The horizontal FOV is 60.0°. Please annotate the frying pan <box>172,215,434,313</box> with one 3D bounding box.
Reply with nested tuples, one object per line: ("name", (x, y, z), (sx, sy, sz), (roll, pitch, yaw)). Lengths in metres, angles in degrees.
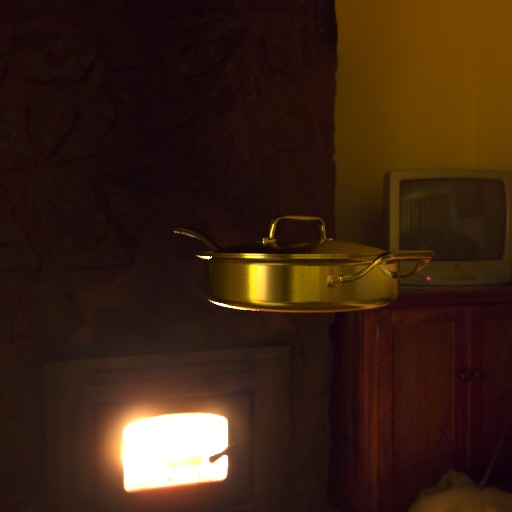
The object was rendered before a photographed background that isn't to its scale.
("frying pan", (0.000, 0.000, 0.682), (0.280, 0.114, 0.561), (-1, 2, -36))
